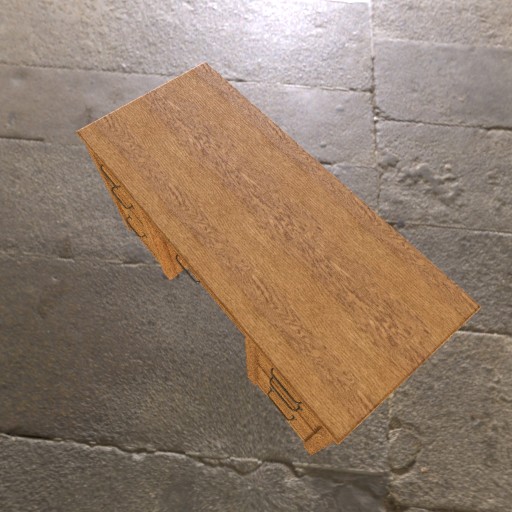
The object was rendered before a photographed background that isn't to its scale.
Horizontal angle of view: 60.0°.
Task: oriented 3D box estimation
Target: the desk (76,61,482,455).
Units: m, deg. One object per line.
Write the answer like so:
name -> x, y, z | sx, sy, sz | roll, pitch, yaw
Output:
desk -> 0.000, 0.000, 2.005 | 0.685, 0.751, 1.567 | -36, 68, -17
